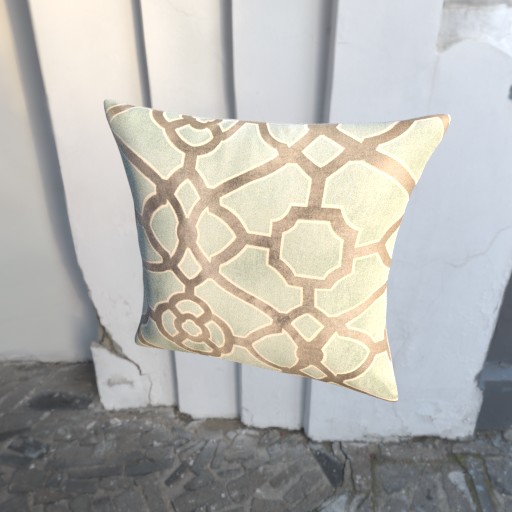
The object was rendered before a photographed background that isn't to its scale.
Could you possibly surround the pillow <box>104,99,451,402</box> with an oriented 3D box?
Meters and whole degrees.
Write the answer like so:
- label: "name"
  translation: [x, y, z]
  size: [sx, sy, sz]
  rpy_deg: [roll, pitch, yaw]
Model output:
- label: "pillow"
  translation: [0.000, 0.000, 0.784]
  size: [0.552, 0.508, 0.166]
  rpy_deg: [8, 28, 16]
